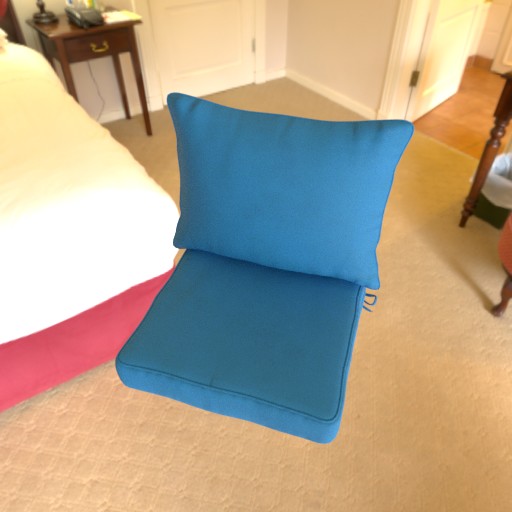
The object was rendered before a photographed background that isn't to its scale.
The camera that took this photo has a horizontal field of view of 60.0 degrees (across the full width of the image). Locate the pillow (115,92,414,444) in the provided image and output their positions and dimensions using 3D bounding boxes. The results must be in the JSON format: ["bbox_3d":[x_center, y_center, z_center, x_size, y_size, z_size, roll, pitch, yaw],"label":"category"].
[{"bbox_3d":[0.000,0.000,1.359,0.798,0.725,0.733,12,43,13],"label":"pillow"}]
